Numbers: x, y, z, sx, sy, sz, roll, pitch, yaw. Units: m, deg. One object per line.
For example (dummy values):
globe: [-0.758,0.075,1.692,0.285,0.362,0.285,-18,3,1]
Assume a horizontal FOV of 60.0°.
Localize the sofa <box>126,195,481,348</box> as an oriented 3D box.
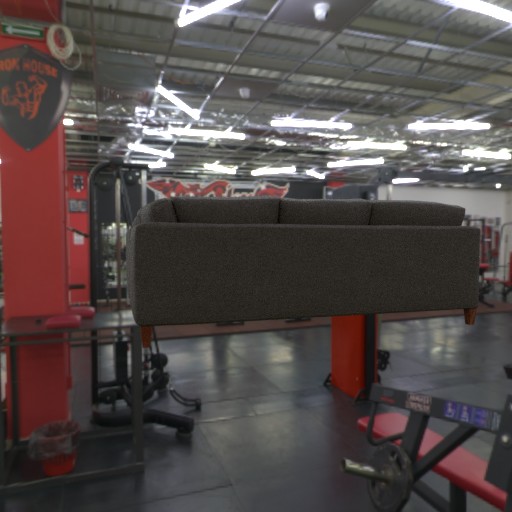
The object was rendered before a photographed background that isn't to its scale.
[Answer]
sofa: [0.000,0.000,4.642,2.594,0.961,3.460,-1,2,-17]
